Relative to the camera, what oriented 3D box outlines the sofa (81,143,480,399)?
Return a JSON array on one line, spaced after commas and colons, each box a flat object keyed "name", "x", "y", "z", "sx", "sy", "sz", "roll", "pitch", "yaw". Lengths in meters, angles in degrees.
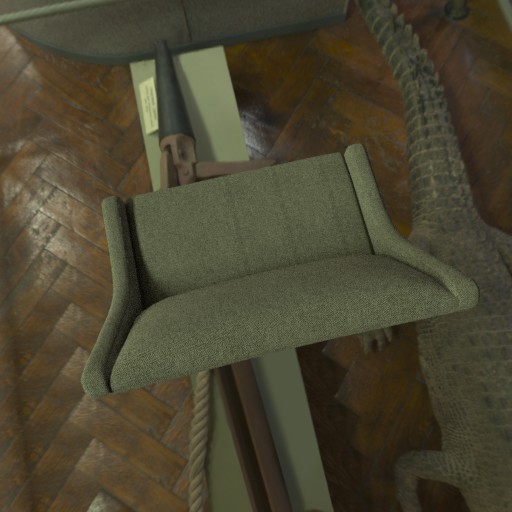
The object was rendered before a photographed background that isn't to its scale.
[{"name": "sofa", "x": 0.000, "y": 0.000, "z": 1.883, "sx": 1.242, "sy": 1.021, "sz": 0.870, "roll": -13, "pitch": 75, "yaw": -3}]
